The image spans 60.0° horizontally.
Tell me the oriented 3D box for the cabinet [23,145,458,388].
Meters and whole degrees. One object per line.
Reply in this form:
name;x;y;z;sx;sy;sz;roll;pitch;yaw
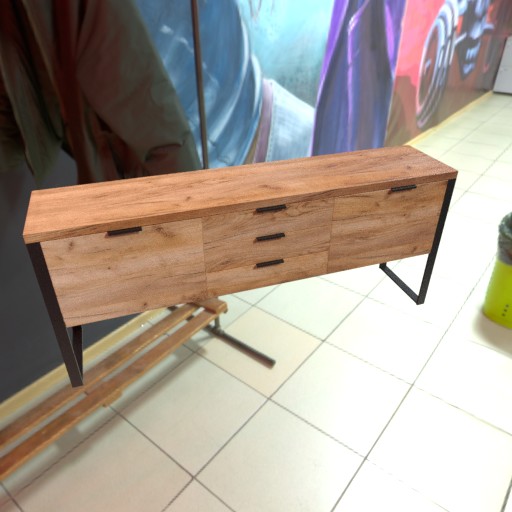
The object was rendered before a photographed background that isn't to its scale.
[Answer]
cabinet;0.000;0.000;2.102;1.800;0.762;0.395;-10;34;-16
